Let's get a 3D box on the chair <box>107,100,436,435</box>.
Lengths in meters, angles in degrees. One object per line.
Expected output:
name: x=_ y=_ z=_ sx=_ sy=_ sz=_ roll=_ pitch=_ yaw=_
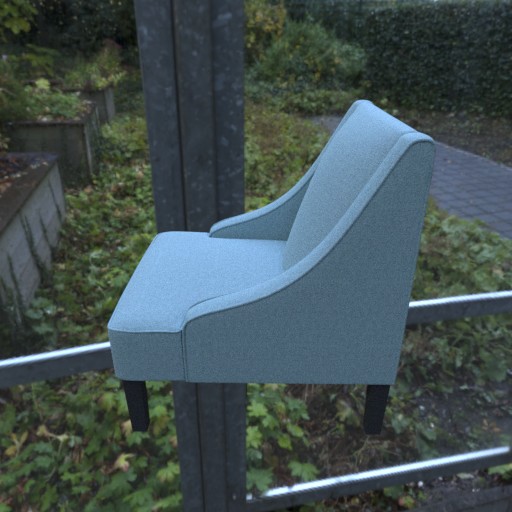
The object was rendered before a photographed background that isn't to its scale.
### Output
chair: x=0.000 y=0.000 z=1.831 sx=1.025 sy=1.133 sz=0.857 roll=0 pitch=26 yaw=1
